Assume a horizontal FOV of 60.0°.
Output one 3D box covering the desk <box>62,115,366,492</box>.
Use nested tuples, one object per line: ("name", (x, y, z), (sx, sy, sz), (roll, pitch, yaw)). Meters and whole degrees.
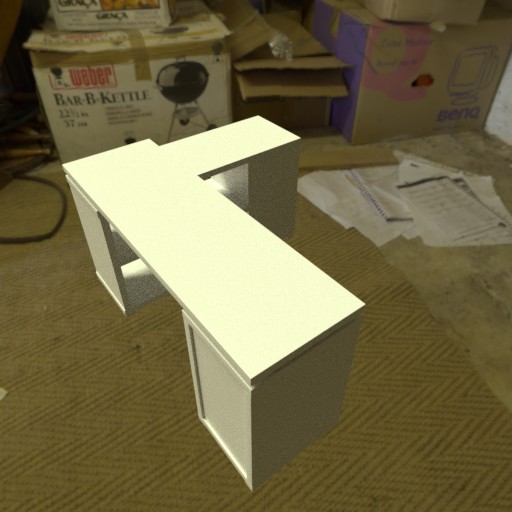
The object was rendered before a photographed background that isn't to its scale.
("desk", (0.000, 0.000, 2.205), (1.200, 0.753, 1.524), (-26, 47, -28))
